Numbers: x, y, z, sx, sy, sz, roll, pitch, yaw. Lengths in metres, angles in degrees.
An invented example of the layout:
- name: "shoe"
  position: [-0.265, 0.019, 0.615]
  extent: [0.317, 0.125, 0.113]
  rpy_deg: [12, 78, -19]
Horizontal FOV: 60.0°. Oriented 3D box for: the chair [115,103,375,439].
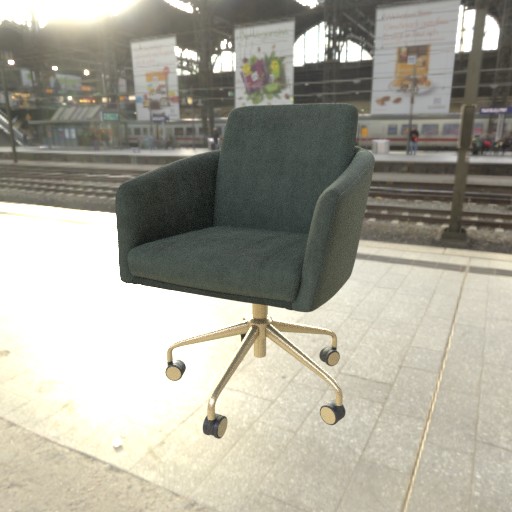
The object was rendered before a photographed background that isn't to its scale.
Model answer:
- name: "chair"
  position: [0.000, 0.000, 1.350]
  extent: [0.641, 0.908, 0.635]
  rpy_deg: [7, 17, 25]
